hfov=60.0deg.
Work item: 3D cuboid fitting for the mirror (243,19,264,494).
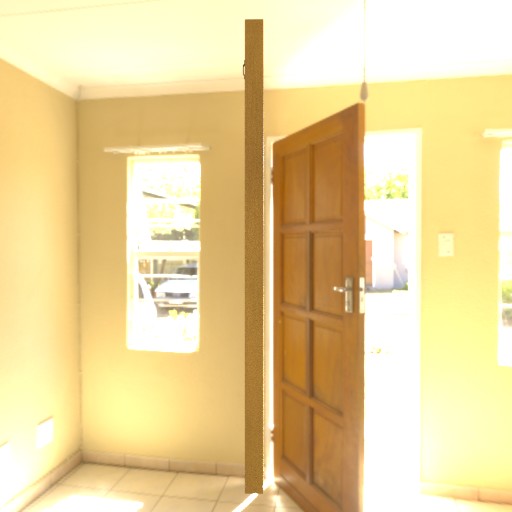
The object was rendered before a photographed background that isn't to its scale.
[{"bbox_3d":[0.000,0.000,1.158,0.040,0.915,0.609,0,1,1],"label":"mirror"}]
